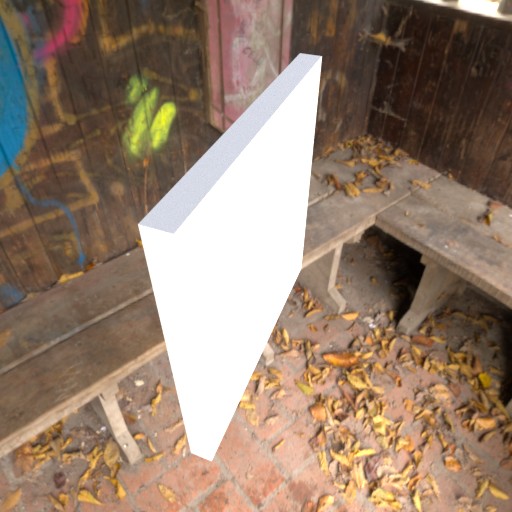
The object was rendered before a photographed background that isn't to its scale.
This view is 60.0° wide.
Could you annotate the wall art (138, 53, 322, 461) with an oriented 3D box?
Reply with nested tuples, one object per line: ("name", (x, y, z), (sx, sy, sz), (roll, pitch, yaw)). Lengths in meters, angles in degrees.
("wall art", (0.000, 0.000, 0.533), (0.027, 0.355, 0.355), (15, 45, 16))
